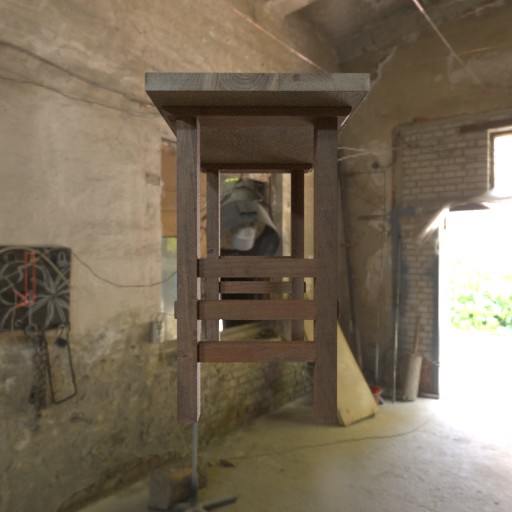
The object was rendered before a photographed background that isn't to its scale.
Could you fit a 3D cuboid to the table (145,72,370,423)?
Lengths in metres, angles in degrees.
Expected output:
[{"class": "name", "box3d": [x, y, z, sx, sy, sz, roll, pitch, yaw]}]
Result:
[{"class": "table", "box3d": [0.000, 0.000, 1.654, 0.556, 0.914, 1.119, 0, 1, 0]}]
